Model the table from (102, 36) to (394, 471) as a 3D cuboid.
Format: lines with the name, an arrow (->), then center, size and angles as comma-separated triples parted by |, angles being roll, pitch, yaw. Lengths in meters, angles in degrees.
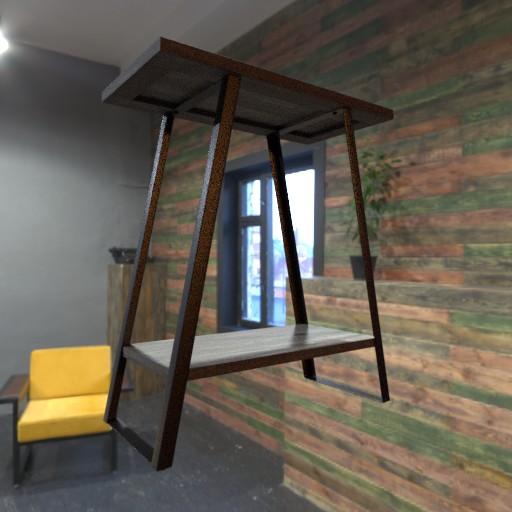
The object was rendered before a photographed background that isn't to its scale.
table -> 0.000, 0.000, 1.004 | 0.599, 0.701, 0.300 | 0, 0, -36
